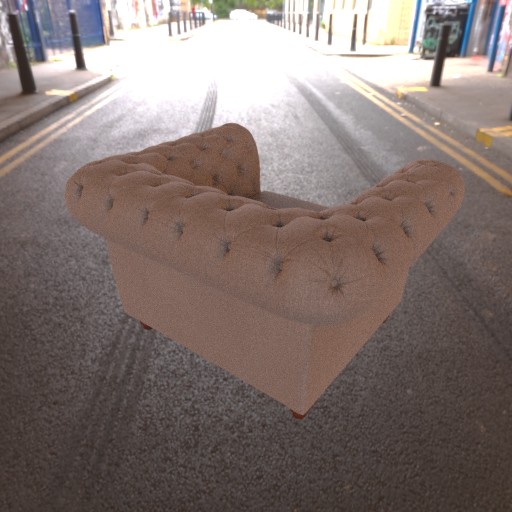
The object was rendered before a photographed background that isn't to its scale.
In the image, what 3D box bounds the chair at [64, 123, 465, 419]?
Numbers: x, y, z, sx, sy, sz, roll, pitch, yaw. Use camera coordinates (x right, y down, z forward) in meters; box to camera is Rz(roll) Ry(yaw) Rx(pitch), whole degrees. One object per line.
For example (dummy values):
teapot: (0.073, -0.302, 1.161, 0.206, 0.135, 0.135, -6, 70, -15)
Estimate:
chair: (0.000, 0.000, 1.793, 1.270, 0.770, 0.976, 21, 35, 32)
